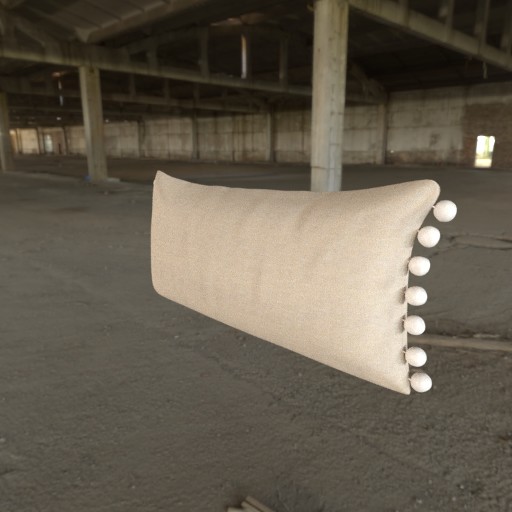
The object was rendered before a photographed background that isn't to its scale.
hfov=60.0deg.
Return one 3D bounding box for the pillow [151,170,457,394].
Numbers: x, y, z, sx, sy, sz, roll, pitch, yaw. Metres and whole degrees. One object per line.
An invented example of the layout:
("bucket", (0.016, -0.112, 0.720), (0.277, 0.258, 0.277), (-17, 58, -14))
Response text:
("pillow", (0.000, 0.000, 0.844), (0.709, 0.322, 0.201), (14, 20, 43))
